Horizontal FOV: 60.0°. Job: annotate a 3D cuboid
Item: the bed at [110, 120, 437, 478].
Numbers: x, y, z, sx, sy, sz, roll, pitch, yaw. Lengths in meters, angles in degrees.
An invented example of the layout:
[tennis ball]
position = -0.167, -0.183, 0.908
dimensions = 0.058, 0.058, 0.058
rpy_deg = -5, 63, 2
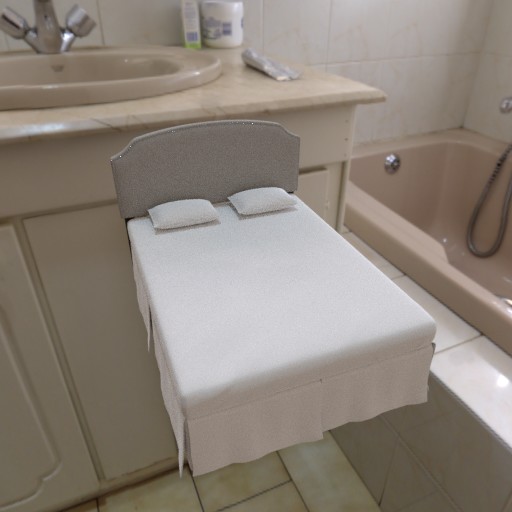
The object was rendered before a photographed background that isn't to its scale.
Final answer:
[bed]
position = 0.000, 0.000, 2.923
dimensions = 1.558, 1.270, 1.999
rpy_deg = -12, 34, -18
